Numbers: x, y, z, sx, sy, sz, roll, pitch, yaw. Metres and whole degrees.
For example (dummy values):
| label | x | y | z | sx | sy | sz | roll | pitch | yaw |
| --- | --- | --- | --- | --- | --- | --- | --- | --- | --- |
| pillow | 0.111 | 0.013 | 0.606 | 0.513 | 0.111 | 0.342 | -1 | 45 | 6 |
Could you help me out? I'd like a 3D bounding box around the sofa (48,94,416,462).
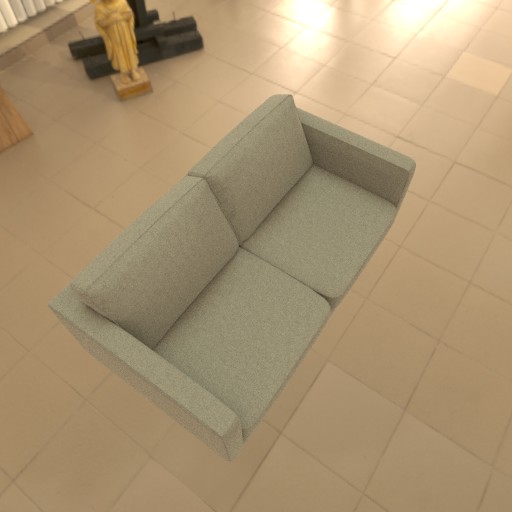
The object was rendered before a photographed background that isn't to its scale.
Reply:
| label | x | y | z | sx | sy | sz | roll | pitch | yaw |
| --- | --- | --- | --- | --- | --- | --- | --- | --- | --- |
| sofa | 0.000 | 0.000 | 2.356 | 1.000 | 0.900 | 1.731 | 30 | 62 | 18 |
